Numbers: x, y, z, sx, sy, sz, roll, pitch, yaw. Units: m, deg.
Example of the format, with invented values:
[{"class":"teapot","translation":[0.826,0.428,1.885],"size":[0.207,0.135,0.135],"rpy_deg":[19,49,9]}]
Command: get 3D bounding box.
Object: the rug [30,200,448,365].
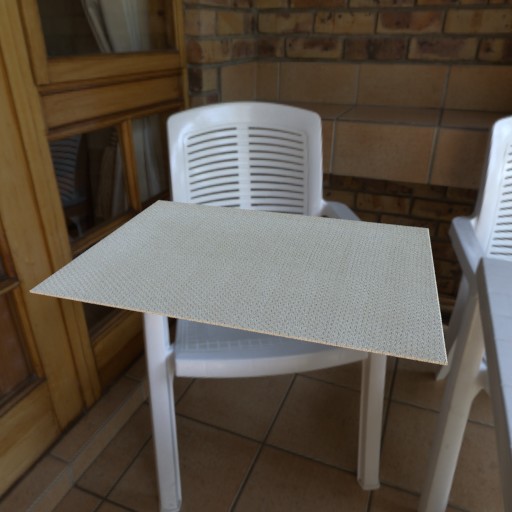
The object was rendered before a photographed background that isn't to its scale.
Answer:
[{"class":"rug","translation":[0.000,0.000,2.809],"size":[2.144,0.013,1.509],"rpy_deg":[7,28,14]}]
